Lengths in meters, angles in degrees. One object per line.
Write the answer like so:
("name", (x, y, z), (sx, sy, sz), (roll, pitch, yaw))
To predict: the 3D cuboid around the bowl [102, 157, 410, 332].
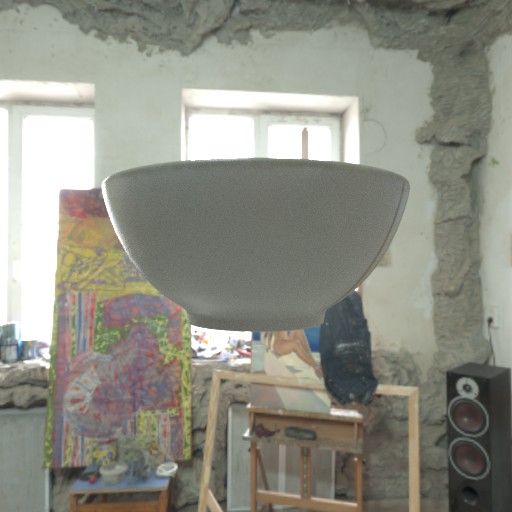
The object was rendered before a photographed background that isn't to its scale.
("bowl", (0.000, 0.000, 0.408), (0.268, 0.121, 0.268), (0, 0, 0))
